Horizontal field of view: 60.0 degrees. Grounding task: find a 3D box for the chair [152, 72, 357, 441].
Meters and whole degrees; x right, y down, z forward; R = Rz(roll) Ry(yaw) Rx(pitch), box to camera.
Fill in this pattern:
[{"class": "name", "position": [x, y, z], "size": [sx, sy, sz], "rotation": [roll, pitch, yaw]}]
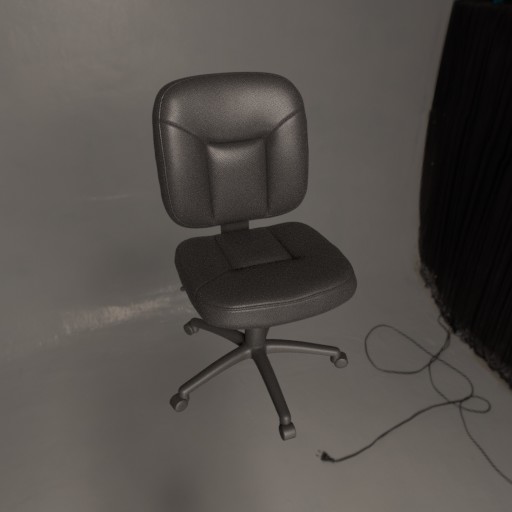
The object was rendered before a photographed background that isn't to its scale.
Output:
[{"class": "chair", "position": [0.000, 0.000, 1.351], "size": [0.647, 0.959, 0.646], "rotation": [-10, 34, -16]}]
